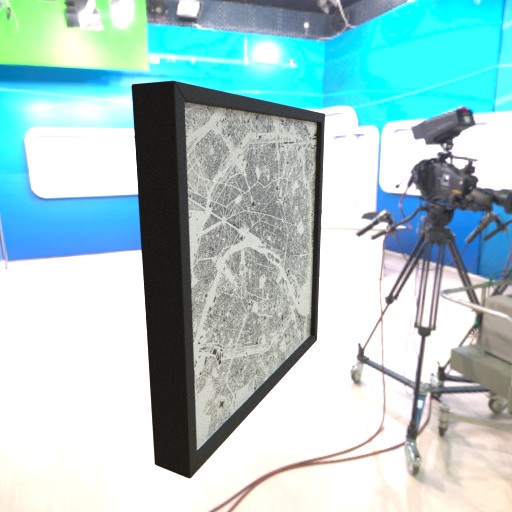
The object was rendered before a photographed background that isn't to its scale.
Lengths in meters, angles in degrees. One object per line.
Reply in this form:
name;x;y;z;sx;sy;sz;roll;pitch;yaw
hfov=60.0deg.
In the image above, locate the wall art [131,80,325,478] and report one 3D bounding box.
wall art;0.000;0.000;0.464;0.037;0.305;0.305;7;15;27
